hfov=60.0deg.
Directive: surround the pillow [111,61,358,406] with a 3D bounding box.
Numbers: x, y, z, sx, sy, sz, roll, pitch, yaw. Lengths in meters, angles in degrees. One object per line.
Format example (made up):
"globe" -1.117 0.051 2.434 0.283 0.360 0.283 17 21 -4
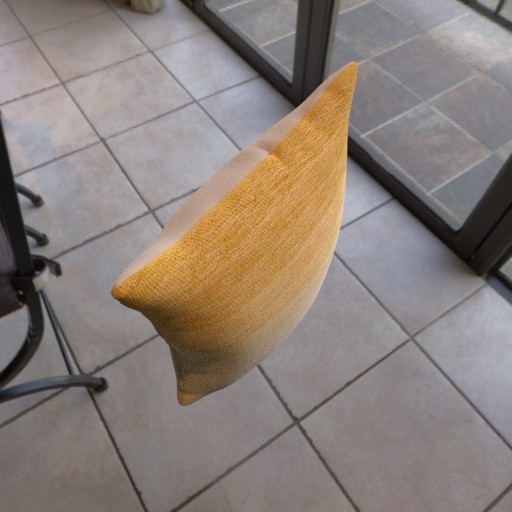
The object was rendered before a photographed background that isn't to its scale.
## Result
"pillow" 0.000 0.000 0.700 0.211 0.450 0.450 33 64 19
